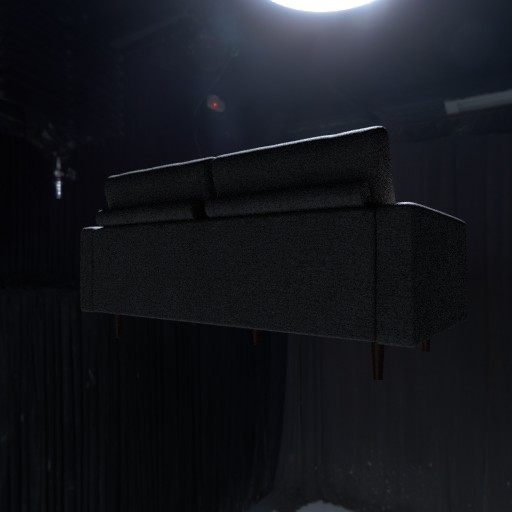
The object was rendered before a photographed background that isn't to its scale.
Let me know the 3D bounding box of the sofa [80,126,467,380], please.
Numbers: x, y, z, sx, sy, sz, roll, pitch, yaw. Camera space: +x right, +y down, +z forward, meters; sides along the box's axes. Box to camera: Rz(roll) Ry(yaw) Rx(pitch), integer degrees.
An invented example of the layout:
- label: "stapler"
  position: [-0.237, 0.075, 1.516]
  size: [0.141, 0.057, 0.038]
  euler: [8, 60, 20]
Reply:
- label: "sofa"
  position: [0.000, 0.000, 2.254]
  size: [1.821, 0.902, 0.863]
  euler: [-1, -1, 36]
